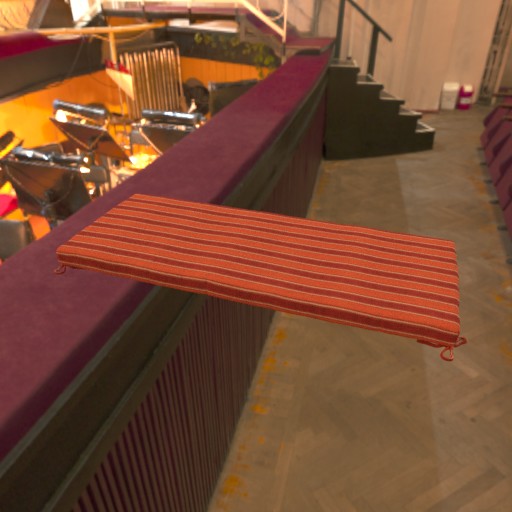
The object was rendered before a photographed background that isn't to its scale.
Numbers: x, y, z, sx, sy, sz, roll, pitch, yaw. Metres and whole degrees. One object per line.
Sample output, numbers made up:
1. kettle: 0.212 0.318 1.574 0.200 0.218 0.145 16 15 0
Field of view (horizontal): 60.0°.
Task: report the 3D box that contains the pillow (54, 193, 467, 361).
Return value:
1. pillow: 0.000 0.000 1.355 1.187 0.081 0.492 10 33 16
